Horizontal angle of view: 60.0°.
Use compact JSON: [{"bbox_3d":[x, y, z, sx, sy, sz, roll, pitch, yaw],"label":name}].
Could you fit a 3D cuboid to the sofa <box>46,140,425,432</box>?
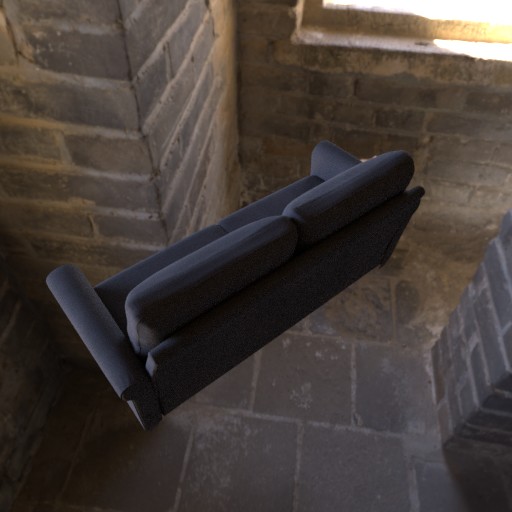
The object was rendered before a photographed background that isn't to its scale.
[{"bbox_3d":[0.000,0.000,2.417,1.935,0.942,0.842,-30,53,-26],"label":"sofa"}]
